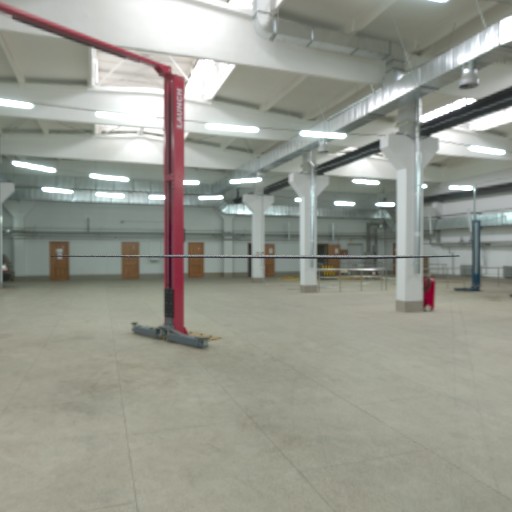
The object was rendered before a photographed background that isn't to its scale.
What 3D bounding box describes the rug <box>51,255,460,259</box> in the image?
[{"bbox_3d":[0.000,0.000,2.972,2.232,0.009,1.630,0,0,35],"label":"rug"}]
